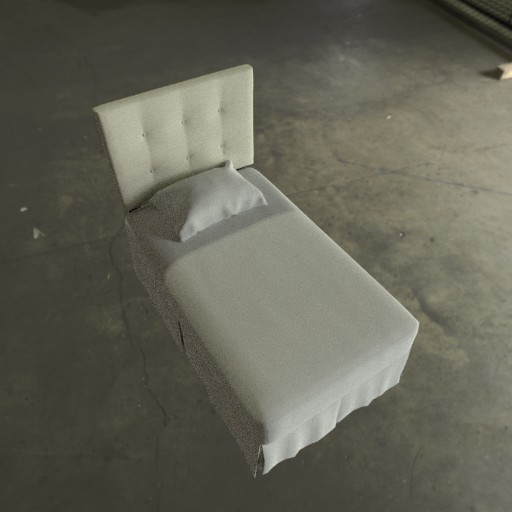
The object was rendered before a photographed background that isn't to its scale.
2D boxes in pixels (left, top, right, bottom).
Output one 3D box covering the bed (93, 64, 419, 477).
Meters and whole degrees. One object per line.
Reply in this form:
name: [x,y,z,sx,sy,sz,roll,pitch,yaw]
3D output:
bed: [0.000,0.000,2.936,1.261,1.571,1.997,-25,52,-22]
